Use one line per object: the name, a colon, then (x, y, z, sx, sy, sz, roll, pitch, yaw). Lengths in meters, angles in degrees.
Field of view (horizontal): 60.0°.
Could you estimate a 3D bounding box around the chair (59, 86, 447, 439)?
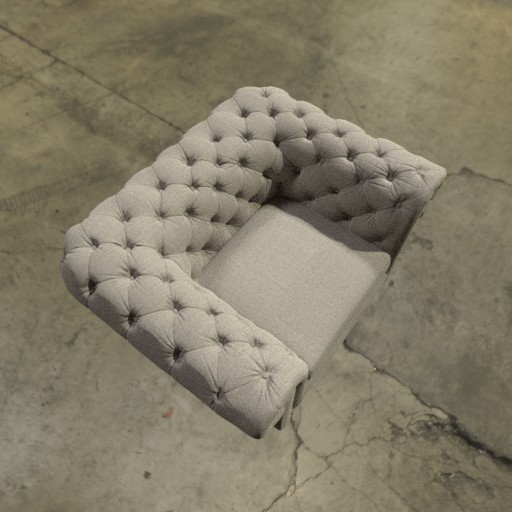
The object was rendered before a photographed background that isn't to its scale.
chair: (0.000, 0.000, 1.901, 0.976, 0.770, 1.270, 33, 64, 19)
